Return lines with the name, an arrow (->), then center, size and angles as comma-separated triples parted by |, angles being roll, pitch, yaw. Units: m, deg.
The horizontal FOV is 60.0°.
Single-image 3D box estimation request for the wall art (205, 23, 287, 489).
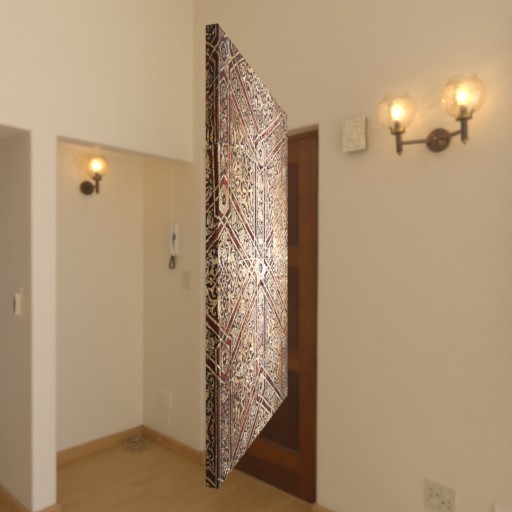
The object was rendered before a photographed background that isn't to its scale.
wall art -> 0.000, 0.000, 0.763 | 0.020, 0.599, 0.397 | 0, 0, 17
